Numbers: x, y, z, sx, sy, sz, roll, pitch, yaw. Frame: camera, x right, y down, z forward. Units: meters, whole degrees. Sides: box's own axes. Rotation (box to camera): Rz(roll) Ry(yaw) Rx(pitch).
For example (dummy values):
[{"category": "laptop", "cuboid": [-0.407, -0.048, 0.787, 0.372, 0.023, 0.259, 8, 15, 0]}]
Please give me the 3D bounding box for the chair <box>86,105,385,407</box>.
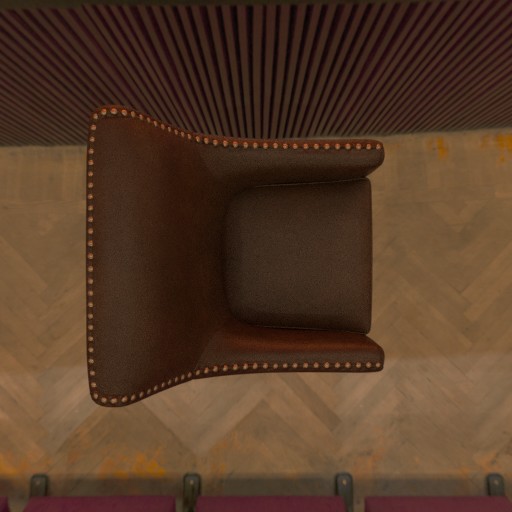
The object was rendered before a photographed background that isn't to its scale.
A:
[{"category": "chair", "cuboid": [0.000, 0.000, 1.299, 0.704, 0.813, 0.639, 0, 90, 0]}]
